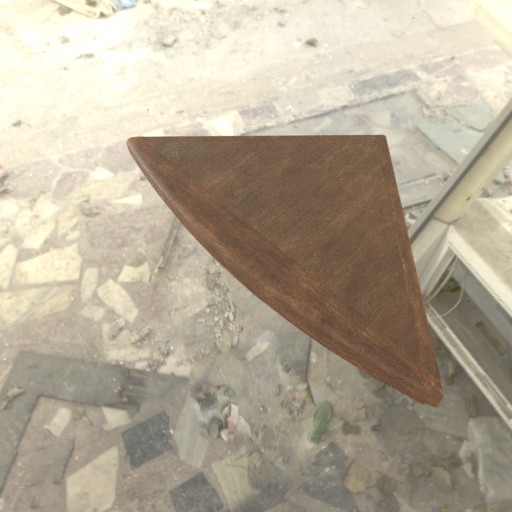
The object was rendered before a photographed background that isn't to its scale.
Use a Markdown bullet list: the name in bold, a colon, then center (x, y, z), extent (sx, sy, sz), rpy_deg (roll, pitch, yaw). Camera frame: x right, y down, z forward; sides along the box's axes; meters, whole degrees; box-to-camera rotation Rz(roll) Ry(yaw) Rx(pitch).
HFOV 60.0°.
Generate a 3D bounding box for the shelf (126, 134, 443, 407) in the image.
- **shelf**: center (0.000, 0.000, 0.463), extent (0.310, 0.050, 0.310), rpy_deg (0, 57, 0)
